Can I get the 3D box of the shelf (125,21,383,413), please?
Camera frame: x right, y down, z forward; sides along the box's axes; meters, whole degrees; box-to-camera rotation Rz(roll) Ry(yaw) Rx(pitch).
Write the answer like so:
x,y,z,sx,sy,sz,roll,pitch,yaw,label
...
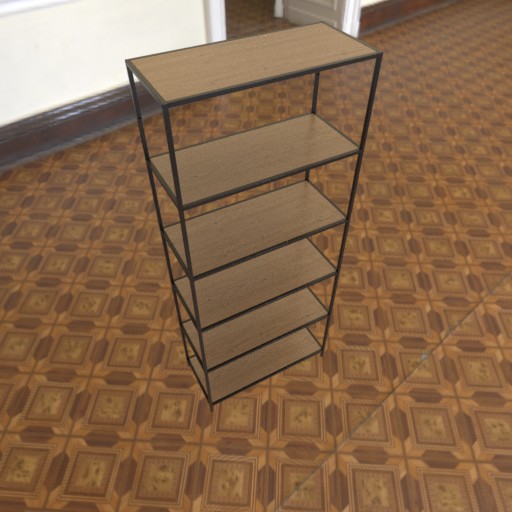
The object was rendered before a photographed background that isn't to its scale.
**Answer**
x,y,z,sx,sy,sz,roll,pitch,yaw,label
0.000,0.000,2.099,0.770,1.850,0.350,-21,49,-20,shelf
